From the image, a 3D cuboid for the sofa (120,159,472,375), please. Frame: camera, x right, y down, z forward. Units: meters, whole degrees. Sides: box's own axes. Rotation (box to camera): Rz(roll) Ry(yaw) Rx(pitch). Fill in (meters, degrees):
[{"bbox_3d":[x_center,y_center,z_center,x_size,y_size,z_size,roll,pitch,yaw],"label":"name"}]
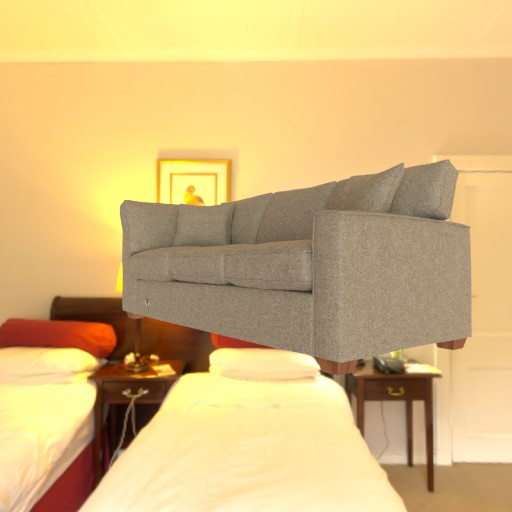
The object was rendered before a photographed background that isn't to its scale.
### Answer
[{"bbox_3d":[0.000,0.000,2.879,1.061,0.962,2.317,1,-1,-37],"label":"sofa"}]
